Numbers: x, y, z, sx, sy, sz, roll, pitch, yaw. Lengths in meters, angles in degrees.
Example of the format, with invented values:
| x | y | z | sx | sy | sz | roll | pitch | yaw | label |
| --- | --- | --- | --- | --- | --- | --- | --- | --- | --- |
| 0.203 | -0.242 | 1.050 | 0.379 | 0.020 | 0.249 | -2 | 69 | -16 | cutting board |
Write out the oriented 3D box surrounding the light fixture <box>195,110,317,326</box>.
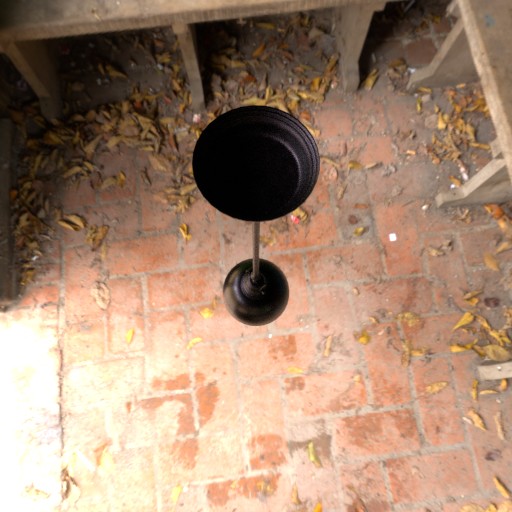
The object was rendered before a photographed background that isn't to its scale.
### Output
| x | y | z | sx | sy | sz | roll | pitch | yaw | label |
| --- | --- | --- | --- | --- | --- | --- | --- | --- | --- |
| 0.000 | 0.000 | 0.841 | 0.182 | 0.768 | 0.182 | -35 | 78 | -9 | light fixture |
